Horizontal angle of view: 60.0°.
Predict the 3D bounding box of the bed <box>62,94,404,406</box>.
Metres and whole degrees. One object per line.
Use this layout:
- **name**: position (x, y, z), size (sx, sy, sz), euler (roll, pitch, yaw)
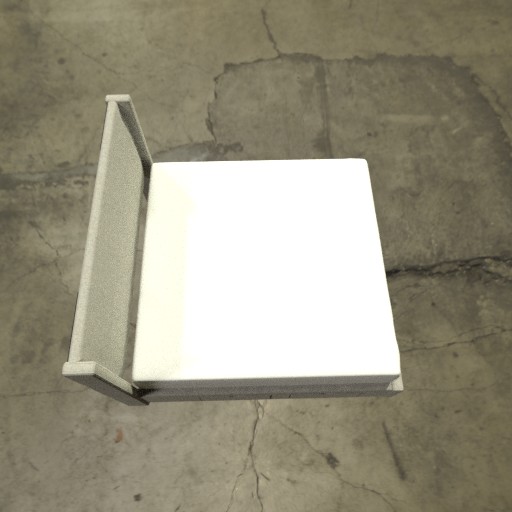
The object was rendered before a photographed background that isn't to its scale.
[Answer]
- **bed**: position (0.000, 0.000, 3.649), size (2.280, 1.470, 2.140), euler (-1, 65, -1)
